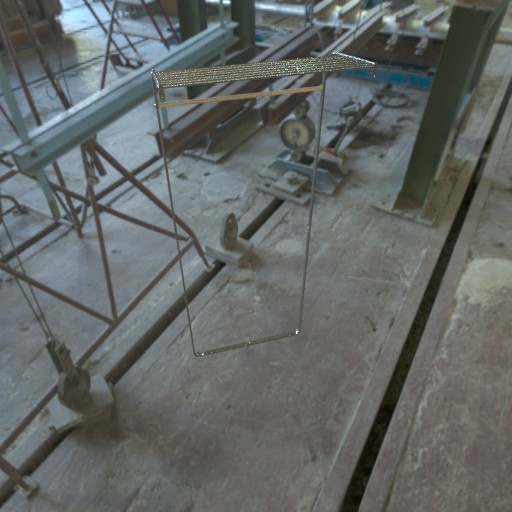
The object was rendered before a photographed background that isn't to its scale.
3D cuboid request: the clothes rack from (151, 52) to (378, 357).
[{"bbox_3d":[0.000,0.000,1.813,0.609,1.574,0.349,-10,42,-12],"label":"clothes rack"}]
